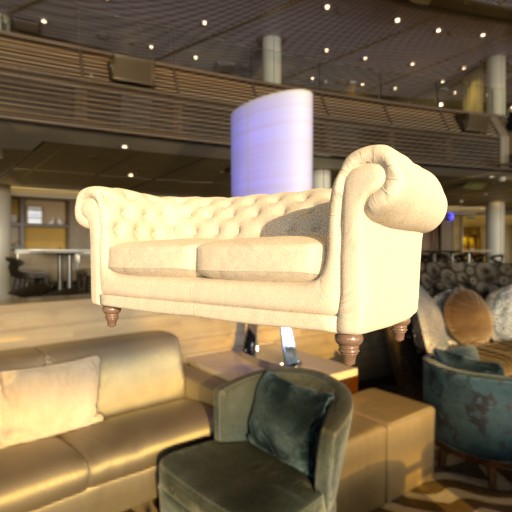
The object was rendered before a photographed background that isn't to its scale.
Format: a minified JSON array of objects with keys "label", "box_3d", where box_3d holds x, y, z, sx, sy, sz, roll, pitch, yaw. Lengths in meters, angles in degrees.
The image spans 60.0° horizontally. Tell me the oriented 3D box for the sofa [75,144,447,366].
[{"label":"sofa","box_3d":[0.000,0.000,2.495,1.988,0.835,1.069,0,1,36]}]
